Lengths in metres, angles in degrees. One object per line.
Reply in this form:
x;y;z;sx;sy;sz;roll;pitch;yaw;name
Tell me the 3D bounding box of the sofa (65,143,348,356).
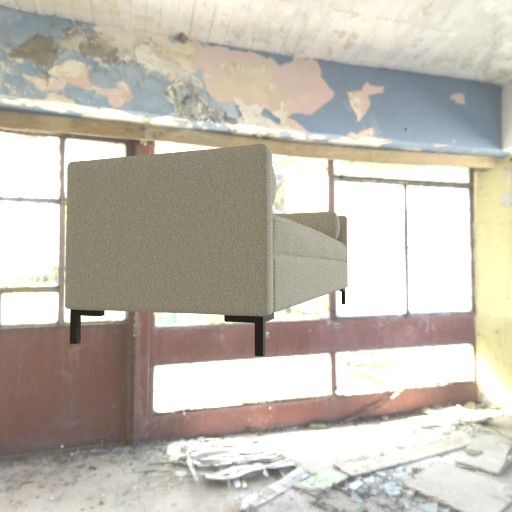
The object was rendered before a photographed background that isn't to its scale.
0.000;0.000;2.331;0.746;0.641;1.985;0;-2;18;sofa
